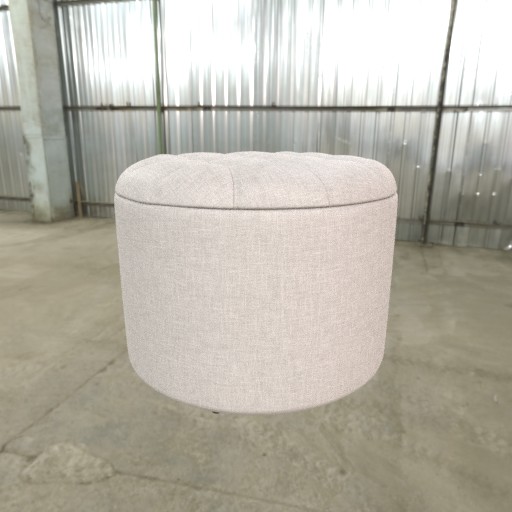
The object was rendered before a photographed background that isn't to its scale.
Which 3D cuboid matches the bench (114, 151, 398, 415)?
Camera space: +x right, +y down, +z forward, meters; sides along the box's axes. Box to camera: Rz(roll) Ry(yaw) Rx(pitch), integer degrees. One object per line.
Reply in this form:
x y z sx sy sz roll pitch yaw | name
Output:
0.000 0.000 1.017 0.600 0.453 0.600 0 16 0 | bench
